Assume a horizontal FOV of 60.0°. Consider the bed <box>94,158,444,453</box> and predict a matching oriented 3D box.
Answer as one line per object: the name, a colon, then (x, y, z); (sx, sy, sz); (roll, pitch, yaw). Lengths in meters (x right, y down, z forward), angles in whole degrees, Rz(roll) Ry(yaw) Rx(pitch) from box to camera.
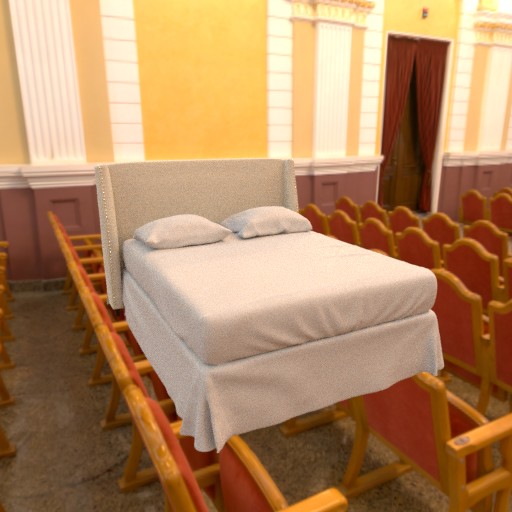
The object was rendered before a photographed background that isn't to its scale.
bed: (0.000, 0.000, 3.368); (1.925, 1.332, 2.276); (-8, 17, -26)
